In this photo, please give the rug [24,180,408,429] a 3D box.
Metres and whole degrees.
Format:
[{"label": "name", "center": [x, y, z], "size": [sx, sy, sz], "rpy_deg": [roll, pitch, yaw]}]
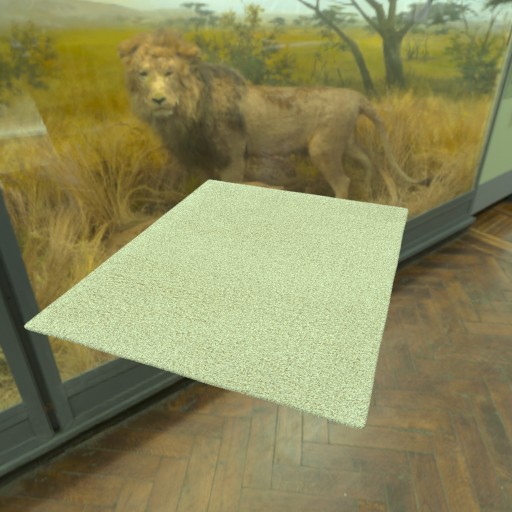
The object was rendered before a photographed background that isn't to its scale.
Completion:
[{"label": "rug", "center": [0.000, 0.000, 4.035], "size": [2.438, 0.029, 3.047], "rpy_deg": [11, 33, 18]}]
